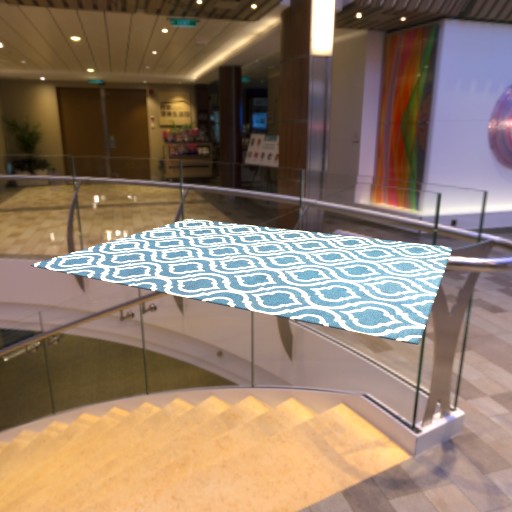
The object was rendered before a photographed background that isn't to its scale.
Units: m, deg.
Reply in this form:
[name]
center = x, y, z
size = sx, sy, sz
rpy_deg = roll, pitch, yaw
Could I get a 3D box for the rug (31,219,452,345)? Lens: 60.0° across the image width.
[rug]
center = 0.000, 0.000, 4.315
size = 3.353, 0.010, 2.438
rpy_deg = 8, 18, 26
